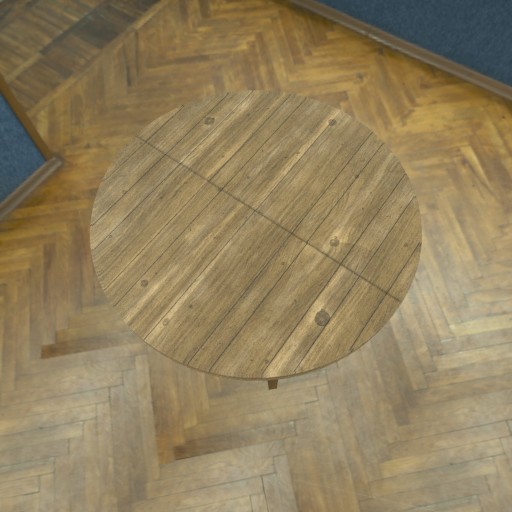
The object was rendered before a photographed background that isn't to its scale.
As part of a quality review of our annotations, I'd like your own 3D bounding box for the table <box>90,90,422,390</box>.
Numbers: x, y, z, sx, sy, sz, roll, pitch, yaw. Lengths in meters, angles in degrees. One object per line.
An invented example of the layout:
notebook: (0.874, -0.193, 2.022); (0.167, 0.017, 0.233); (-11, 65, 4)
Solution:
table: (0.000, 0.000, 1.984); (1.213, 0.764, 1.213); (0, 64, 0)
